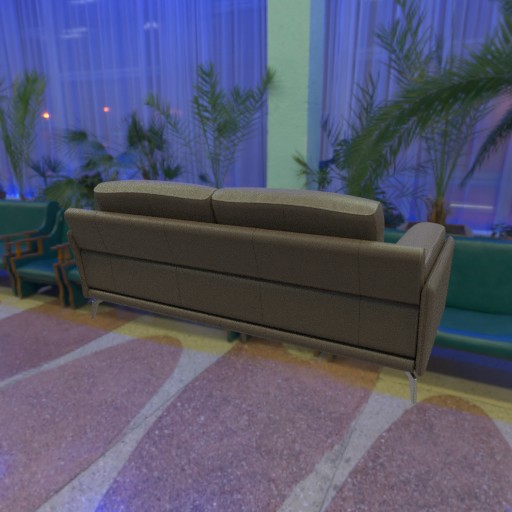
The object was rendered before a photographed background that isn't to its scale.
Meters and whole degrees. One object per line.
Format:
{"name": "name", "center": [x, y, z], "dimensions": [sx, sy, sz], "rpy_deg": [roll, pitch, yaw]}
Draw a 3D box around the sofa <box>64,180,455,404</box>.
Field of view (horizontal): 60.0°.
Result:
{"name": "sofa", "center": [0.000, 0.000, 2.660], "dimensions": [2.101, 0.930, 1.049], "rpy_deg": [8, 18, 27]}
